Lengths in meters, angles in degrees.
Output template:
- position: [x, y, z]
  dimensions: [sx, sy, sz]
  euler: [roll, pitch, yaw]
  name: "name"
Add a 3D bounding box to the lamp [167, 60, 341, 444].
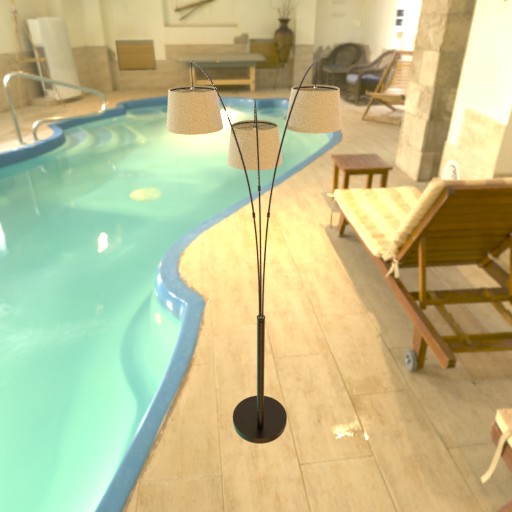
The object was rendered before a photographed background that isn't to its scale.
- position: [0.000, 0.000, 2.467]
  dimensions: [0.951, 1.950, 0.924]
  euler: [-1, 29, -1]
  name: "lamp"
